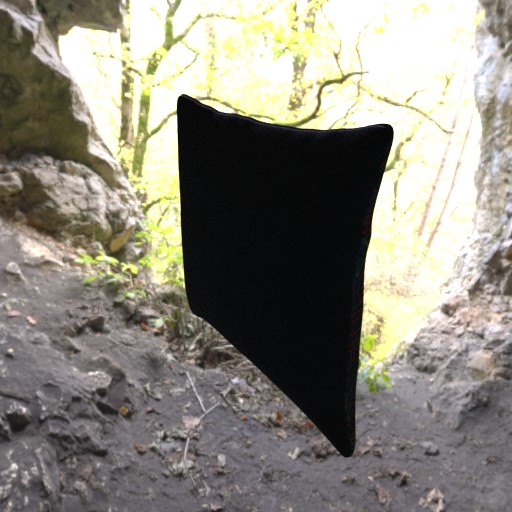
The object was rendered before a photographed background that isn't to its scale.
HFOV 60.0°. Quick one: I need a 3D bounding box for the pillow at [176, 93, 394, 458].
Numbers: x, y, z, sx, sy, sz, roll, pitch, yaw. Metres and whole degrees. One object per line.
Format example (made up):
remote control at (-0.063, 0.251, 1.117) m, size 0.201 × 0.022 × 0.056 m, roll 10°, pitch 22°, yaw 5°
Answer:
pillow at (0.000, 0.000, 0.653) m, size 0.141 × 0.431 × 0.431 m, roll -17°, pitch 30°, yaw -32°
